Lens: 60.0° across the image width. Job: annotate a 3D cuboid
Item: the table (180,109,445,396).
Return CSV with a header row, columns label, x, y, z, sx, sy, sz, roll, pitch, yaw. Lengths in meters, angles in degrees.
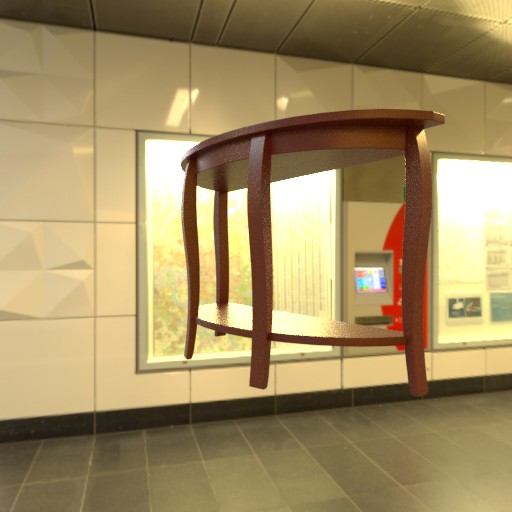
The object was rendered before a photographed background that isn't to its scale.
label,x,y,z,sx,sy,sz,roll,pitch,yaw
table,0.000,0.000,1.596,0.405,0.779,1.219,0,0,-36
